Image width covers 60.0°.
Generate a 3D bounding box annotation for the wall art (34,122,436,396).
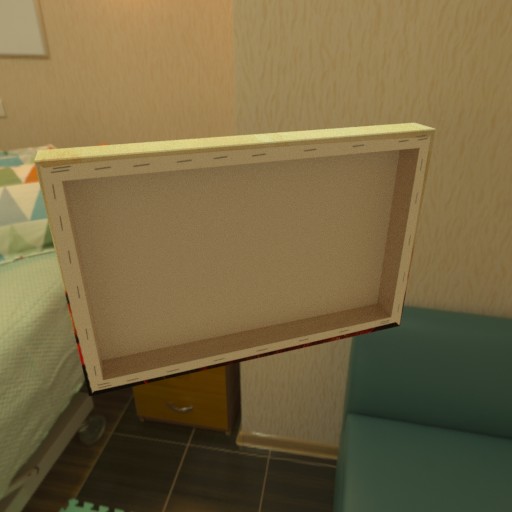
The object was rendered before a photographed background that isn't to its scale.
[{"bbox_3d":[0.000,0.000,0.477,0.383,0.251,0.037,-9,29,-17],"label":"wall art"}]
